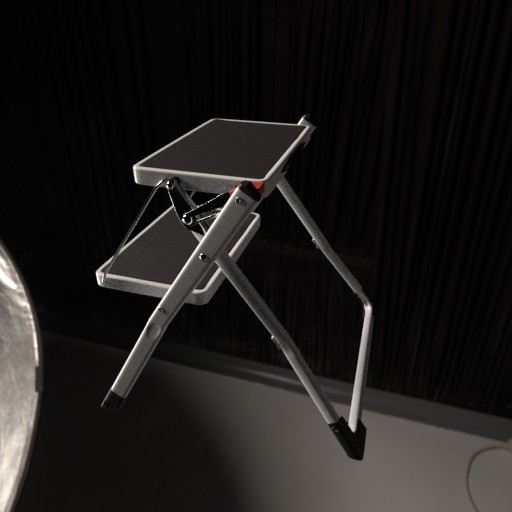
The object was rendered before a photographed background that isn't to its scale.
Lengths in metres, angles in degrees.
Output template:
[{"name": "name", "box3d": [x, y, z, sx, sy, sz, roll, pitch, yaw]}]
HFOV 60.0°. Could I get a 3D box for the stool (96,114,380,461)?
[{"name": "stool", "box3d": [0.000, 0.000, 0.838, 0.490, 0.445, 0.485, 9, 31, 15]}]
